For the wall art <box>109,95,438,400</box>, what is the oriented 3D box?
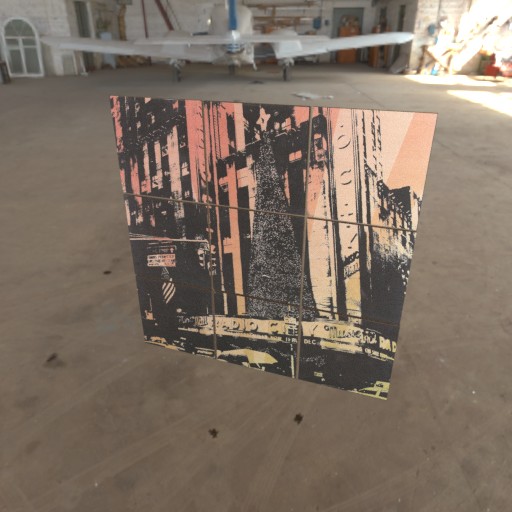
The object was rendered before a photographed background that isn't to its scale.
[{"bbox_3d":[0.000,0.000,1.847,1.216,1.216,0.013,9,29,17],"label":"wall art"}]
